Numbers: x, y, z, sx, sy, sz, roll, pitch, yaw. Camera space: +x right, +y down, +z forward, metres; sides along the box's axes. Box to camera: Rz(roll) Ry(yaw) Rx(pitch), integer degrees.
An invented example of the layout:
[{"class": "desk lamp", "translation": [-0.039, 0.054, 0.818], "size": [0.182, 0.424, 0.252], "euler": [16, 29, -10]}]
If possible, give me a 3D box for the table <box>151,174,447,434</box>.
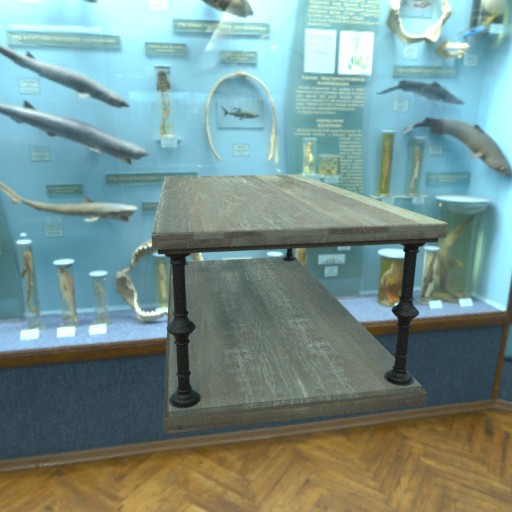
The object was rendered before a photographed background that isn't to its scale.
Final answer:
[{"class": "table", "translation": [0.000, 0.000, 1.372], "size": [0.554, 0.399, 1.088], "euler": [-3, 16, -10]}]
